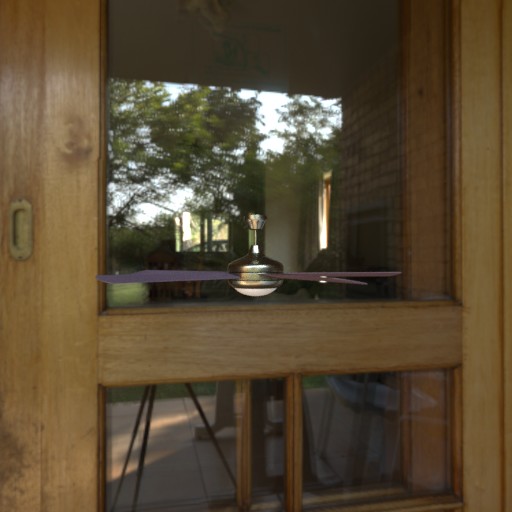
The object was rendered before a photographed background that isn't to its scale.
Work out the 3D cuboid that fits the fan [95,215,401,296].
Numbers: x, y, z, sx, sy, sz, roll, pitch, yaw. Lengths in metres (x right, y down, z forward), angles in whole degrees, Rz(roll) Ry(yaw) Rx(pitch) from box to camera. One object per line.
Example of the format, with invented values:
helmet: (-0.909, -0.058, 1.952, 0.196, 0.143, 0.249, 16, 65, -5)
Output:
fan: (0.000, 0.000, 1.969, 1.321, 0.356, 1.321, 0, 0, -17)
